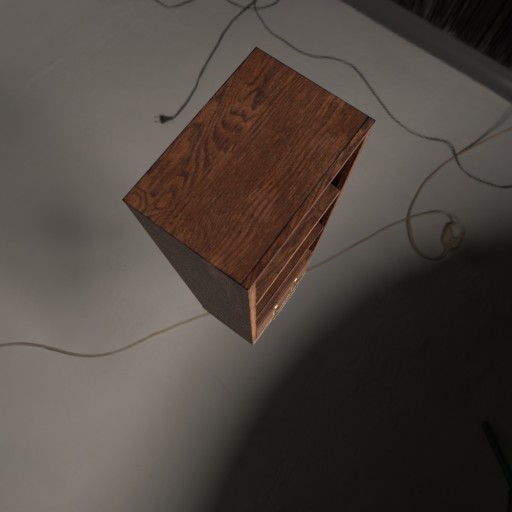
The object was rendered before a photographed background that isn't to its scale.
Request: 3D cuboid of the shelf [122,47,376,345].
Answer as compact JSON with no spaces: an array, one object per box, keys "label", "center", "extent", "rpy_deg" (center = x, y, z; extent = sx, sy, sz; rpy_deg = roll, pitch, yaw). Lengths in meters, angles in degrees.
[{"label":"shelf","center":[0.000,0.000,1.908],"extent":[0.395,1.732,0.539],"rpy_deg":[35,78,9]}]
